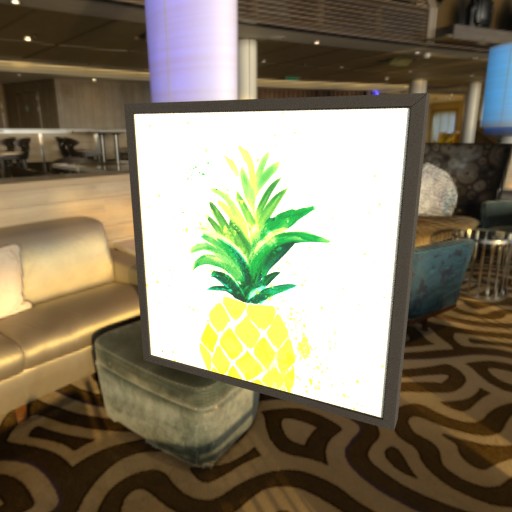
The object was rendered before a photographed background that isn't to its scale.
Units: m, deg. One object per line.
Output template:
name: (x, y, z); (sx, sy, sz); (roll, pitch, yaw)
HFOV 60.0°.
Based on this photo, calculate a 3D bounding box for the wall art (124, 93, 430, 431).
wall art: (0.000, 0.000, 0.762); (0.508, 0.507, 0.033); (8, 17, 25)
